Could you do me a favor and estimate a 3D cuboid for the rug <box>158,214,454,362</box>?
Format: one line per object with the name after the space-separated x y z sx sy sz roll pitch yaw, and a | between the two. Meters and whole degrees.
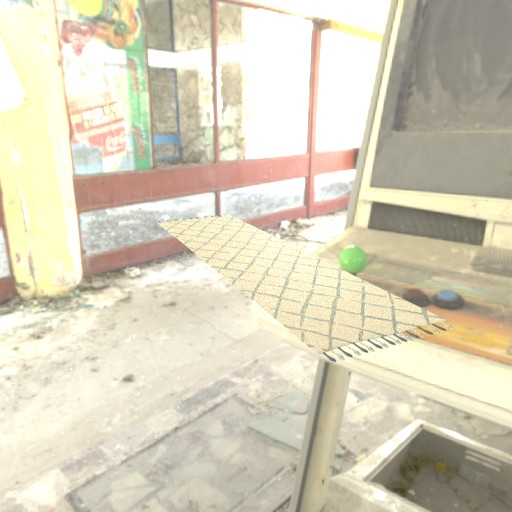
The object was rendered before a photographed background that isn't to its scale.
0.000 0.000 2.621 0.620 0.008 2.372 -8 19 -25 | rug
